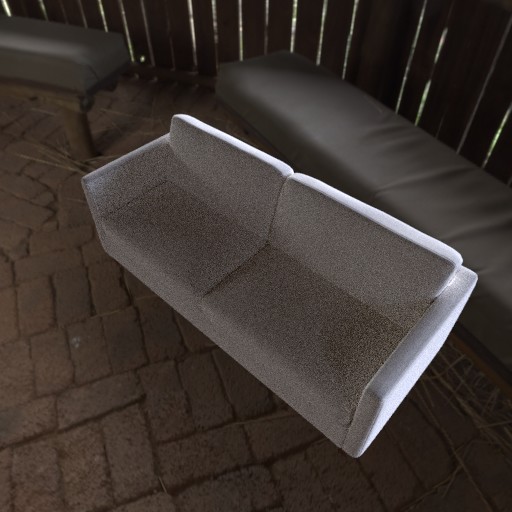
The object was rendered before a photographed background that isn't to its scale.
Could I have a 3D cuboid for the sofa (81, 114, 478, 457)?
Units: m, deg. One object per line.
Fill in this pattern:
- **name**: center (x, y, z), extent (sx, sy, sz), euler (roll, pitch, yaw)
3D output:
- **sofa**: center (0.000, 0.000, 2.600), extent (2.139, 0.933, 0.924), euler (34, 55, 28)
